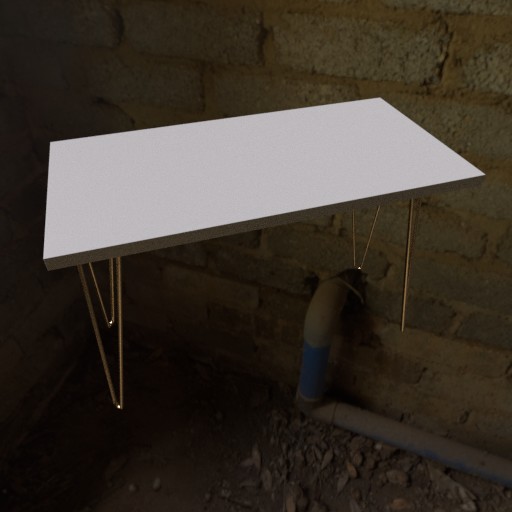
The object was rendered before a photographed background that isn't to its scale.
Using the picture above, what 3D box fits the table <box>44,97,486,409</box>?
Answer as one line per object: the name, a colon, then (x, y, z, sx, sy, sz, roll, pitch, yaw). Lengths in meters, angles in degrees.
table: (0.000, 0.000, 1.334, 0.991, 0.660, 0.498, -12, 42, -13)
